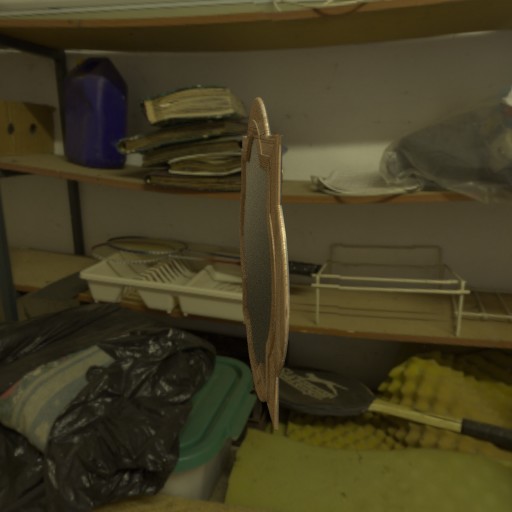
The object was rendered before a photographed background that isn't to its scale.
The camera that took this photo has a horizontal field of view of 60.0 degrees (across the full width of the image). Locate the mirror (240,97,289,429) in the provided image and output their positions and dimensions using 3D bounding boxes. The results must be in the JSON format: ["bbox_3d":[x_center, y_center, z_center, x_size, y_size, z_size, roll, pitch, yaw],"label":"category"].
[{"bbox_3d":[0.000,0.000,1.043,0.019,0.686,0.686,-2,15,-7],"label":"mirror"}]
